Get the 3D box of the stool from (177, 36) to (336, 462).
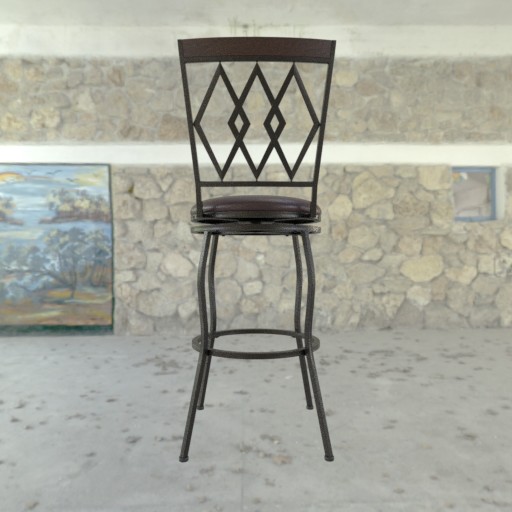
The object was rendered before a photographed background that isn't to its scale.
[{"bbox_3d":[0.000,0.000,1.388,0.432,1.134,0.521,0,0,-1],"label":"stool"}]
